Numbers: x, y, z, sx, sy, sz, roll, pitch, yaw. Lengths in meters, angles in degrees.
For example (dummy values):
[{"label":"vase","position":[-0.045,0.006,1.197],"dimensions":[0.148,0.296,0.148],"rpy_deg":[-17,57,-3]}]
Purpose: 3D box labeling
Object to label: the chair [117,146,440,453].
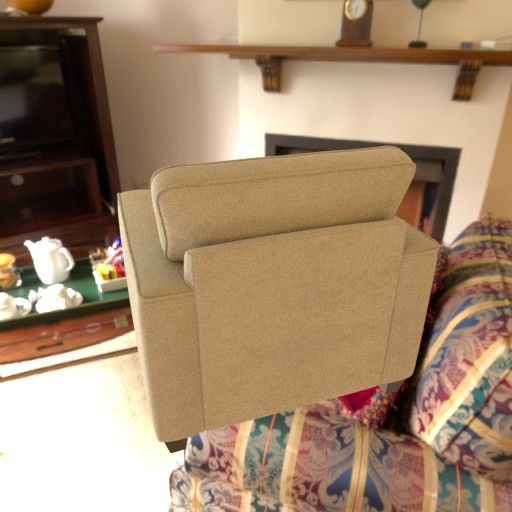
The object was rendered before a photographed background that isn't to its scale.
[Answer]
[{"label":"chair","position":[0.000,0.000,1.788],"dimensions":[1.015,0.965,0.939],"rpy_deg":[-9,28,-17]}]
